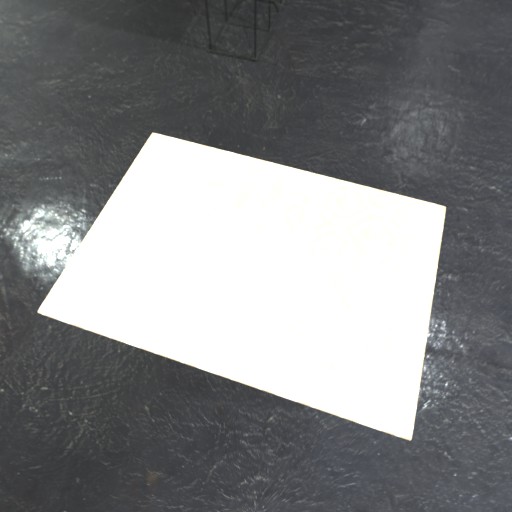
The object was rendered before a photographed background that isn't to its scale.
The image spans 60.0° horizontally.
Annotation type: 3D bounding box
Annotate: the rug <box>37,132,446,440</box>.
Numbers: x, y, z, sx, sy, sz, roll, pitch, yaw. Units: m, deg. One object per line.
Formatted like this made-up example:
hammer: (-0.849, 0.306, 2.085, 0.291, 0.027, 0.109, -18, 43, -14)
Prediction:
rug: (0.000, 0.000, 2.729, 2.134, 0.010, 1.524, 16, 60, 10)
